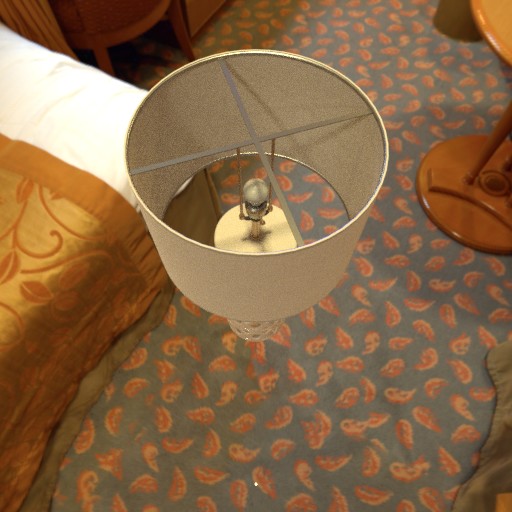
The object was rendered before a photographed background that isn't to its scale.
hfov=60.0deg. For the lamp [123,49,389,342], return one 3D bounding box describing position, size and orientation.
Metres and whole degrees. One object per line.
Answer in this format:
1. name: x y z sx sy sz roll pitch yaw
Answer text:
1. lamp: 0.000 0.000 0.830 0.325 0.636 0.324 -17 64 -8
